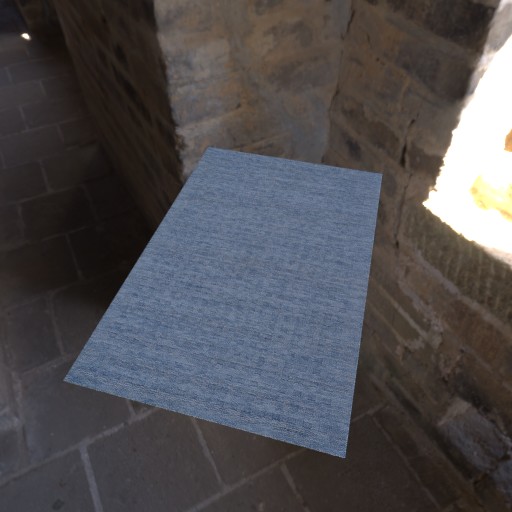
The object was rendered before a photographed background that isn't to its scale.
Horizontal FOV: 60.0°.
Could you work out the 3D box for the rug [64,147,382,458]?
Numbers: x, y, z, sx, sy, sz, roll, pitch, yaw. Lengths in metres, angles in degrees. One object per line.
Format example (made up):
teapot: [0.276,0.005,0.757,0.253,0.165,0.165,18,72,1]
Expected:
rug: [0.000,0.000,2.276,1.142,0.006,1.752,11,48,10]
